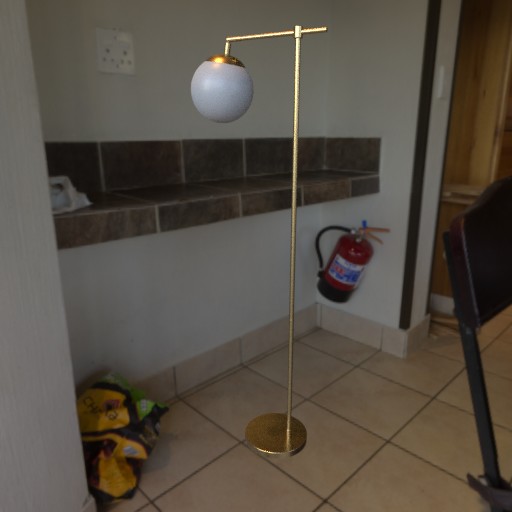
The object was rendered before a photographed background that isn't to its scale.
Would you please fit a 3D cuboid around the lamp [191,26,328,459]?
[{"bbox_3d":[0.000,0.000,1.633,0.476,1.505,0.249,8,17,25],"label":"lamp"}]
